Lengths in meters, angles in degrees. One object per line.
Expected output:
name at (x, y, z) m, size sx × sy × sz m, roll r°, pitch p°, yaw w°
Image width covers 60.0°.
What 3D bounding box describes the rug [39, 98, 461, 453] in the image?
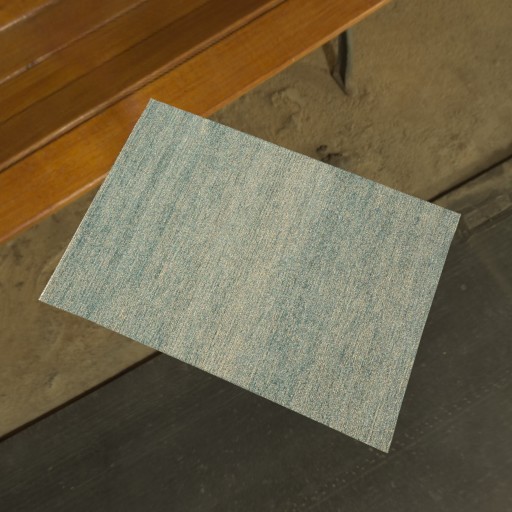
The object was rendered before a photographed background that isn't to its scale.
rug at (0.000, 0.000, 5.050) m, size 4.078 × 0.052 × 2.802 m, roll 22°, pitch 76°, yaw 6°
